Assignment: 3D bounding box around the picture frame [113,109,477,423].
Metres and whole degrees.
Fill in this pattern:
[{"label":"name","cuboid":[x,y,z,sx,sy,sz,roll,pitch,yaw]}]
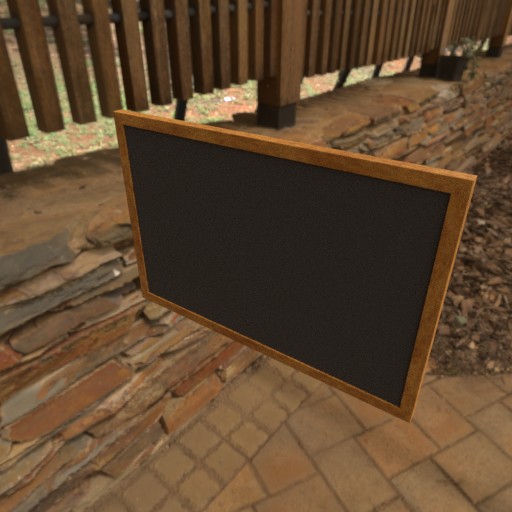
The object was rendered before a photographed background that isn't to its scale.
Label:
[{"label":"picture frame","cuboid":[0.000,0.000,1.150,0.922,0.621,0.029,19,36,29]}]
